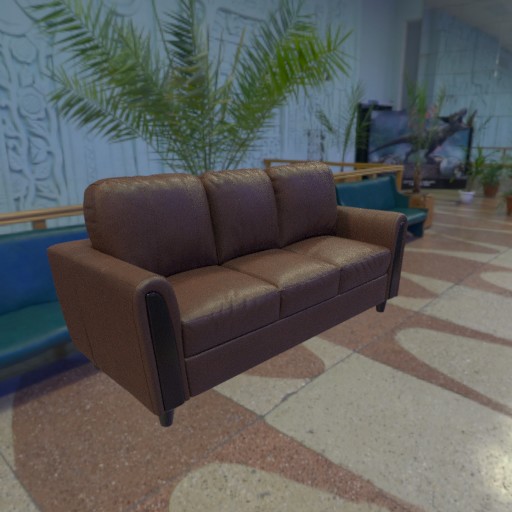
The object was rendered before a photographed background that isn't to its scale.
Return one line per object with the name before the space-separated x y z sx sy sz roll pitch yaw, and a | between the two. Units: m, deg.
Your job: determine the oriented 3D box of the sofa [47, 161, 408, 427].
sofa | 0.000 0.000 2.360 1.862 0.915 0.802 -15 21 -43
